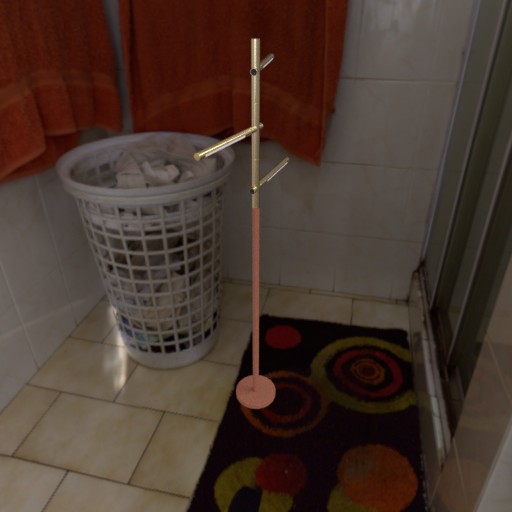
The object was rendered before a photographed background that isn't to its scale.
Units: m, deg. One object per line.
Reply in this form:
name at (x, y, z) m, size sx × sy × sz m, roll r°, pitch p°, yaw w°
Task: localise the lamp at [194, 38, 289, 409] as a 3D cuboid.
lamp at (0.000, 0.000, 1.928) m, size 0.209 × 1.704 × 0.737 m, roll 8°, pitch 32°, yaw 13°
